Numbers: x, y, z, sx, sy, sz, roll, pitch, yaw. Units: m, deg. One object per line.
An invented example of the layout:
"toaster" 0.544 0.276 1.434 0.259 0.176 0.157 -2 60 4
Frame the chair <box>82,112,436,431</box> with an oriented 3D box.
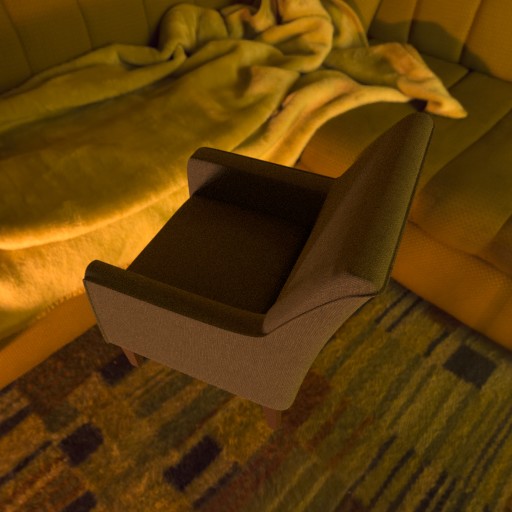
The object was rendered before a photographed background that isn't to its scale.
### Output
"chair" 0.000 0.000 1.569 0.899 0.919 0.780 18 48 16
